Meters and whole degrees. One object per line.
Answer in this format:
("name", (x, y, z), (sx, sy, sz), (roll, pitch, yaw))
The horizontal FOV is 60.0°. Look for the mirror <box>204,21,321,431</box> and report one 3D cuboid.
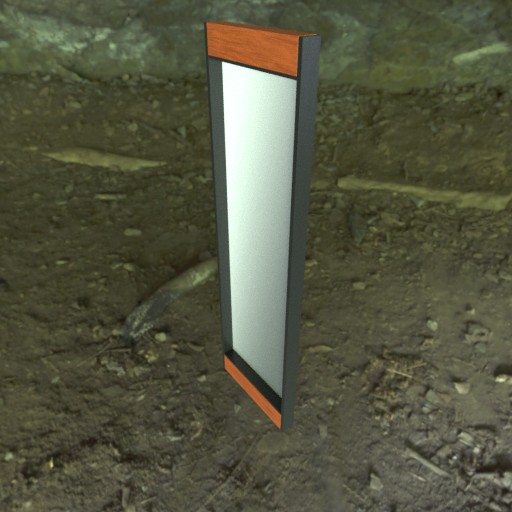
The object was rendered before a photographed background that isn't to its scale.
("mirror", (0.000, 0.000, 1.220), (0.047, 1.123, 0.343), (-22, 39, -30))
